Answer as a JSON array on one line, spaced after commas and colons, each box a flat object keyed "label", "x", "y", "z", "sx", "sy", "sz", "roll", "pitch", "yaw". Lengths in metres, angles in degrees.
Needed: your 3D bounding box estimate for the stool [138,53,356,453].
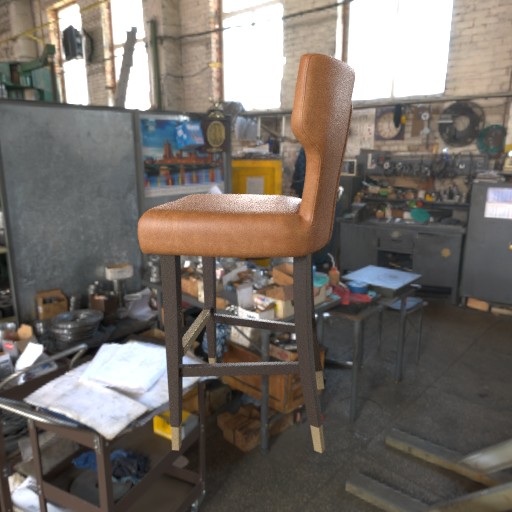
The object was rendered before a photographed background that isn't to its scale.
[{"label": "stool", "x": 0.000, "y": 0.000, "z": 1.397, "sx": 0.563, "sy": 1.092, "sz": 0.526, "roll": 2, "pitch": 13, "yaw": 8}]
